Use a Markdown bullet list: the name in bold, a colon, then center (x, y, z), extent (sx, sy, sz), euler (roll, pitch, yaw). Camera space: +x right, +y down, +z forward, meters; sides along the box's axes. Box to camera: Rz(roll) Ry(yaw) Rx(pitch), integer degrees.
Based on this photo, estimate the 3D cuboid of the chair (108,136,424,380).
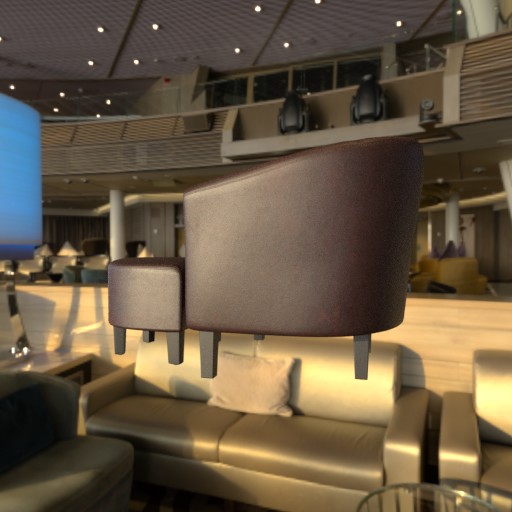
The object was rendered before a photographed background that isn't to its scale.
- **chair**: center (0.000, 0.000, 1.662), extent (1.176, 0.755, 0.737), euler (0, 1, 16)
